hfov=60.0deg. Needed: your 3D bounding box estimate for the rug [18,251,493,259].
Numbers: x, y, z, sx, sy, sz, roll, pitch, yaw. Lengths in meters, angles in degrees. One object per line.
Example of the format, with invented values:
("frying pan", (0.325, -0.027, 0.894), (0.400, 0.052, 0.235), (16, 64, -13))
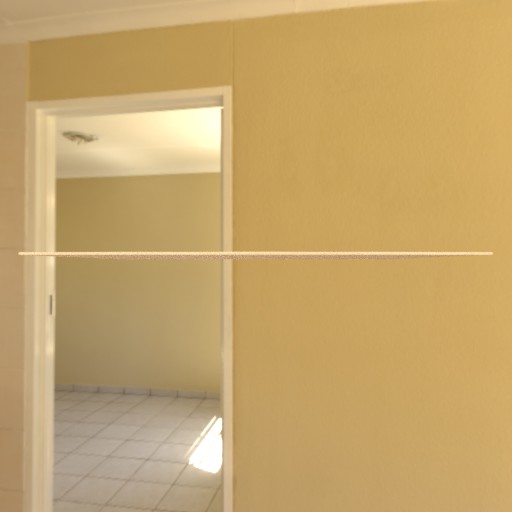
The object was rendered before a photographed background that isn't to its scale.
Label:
("rug", (0.000, 0.000, 3.859), (2.921, 0.032, 2.311), (0, -1, 0))
